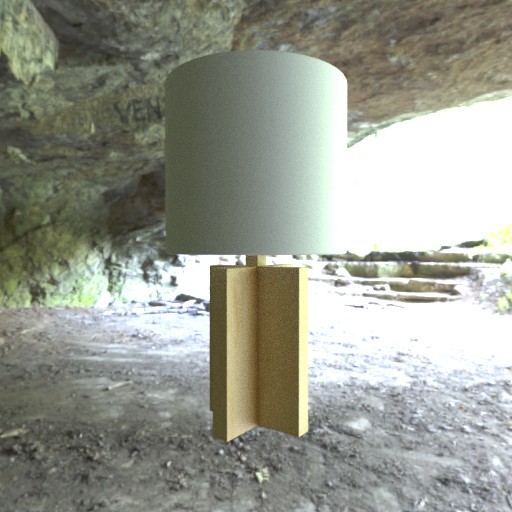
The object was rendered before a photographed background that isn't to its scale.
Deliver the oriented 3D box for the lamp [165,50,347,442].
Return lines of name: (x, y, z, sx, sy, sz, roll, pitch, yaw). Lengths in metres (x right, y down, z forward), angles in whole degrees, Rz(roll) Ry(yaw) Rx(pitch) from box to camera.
lamp: (0.000, 0.000, 0.572, 0.229, 0.428, 0.229, 1, 2, 37)
